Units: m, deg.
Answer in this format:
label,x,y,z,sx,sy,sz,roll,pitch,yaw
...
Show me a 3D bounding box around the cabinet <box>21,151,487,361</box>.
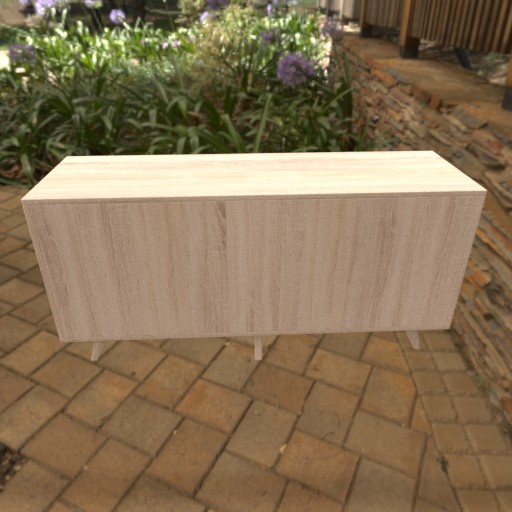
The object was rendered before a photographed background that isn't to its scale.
label,x,y,z,sx,sy,sz,roll,pitch,yaw
cabinet,0.000,0.000,1.974,1.650,0.780,0.500,-1,30,-3
